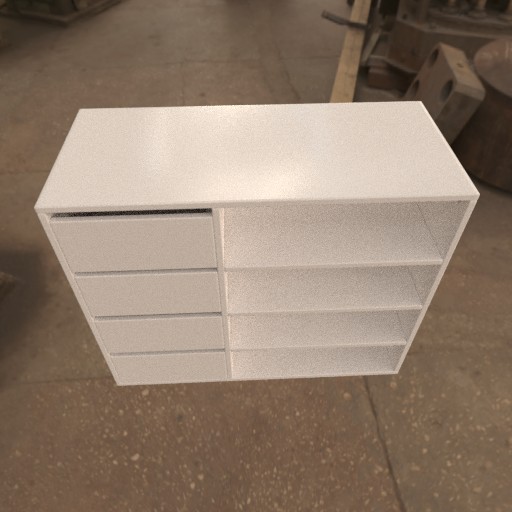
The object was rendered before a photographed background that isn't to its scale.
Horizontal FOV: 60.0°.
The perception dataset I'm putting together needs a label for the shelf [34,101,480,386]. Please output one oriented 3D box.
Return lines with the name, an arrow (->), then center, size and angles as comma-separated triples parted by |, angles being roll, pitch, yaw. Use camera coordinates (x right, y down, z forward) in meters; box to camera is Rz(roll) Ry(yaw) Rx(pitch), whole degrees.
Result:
shelf -> 0.000, 0.000, 1.287 | 0.895, 0.732, 0.396 | -2, 46, -2
